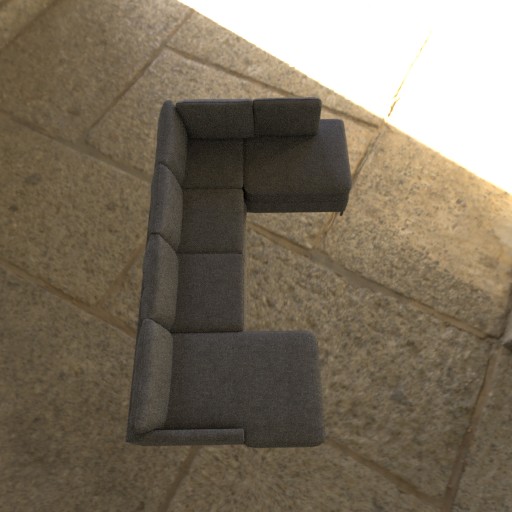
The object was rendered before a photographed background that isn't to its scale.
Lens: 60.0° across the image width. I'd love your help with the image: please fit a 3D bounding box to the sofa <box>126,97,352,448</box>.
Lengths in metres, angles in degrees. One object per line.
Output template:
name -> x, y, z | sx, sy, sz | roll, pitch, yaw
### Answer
sofa -> 0.000, 0.000, 4.319 | 2.048, 0.999, 3.423 | -1, 64, 0
